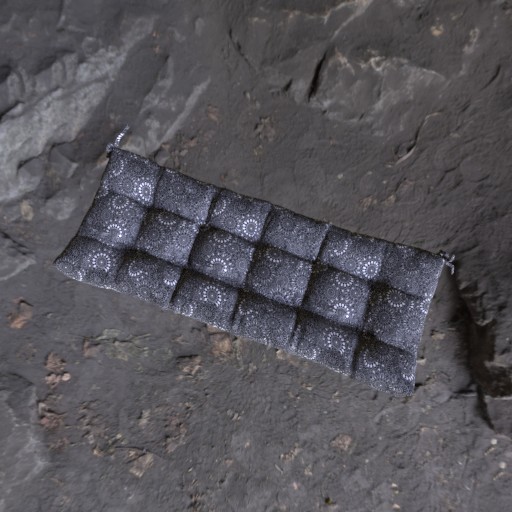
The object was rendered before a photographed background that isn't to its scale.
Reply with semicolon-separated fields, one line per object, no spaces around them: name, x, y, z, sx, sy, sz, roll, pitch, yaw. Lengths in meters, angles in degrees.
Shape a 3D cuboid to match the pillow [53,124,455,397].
pillow;0.000;0.000;1.372;1.194;0.174;0.511;19;76;5
